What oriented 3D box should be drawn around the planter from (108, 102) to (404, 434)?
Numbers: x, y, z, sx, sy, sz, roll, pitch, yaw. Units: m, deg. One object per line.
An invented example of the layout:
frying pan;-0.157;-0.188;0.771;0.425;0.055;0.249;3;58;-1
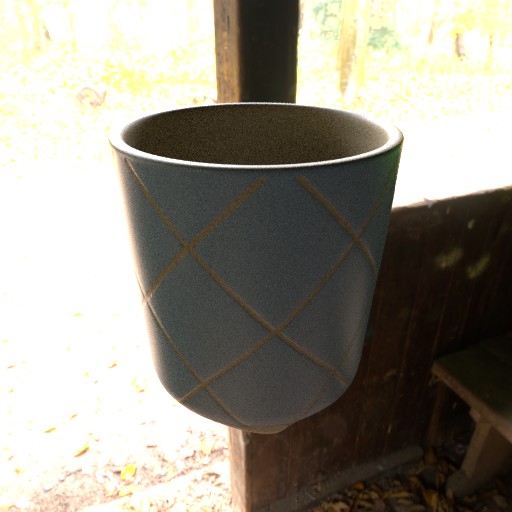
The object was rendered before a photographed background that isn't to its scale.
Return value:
planter;0.000;0.000;0.408;0.227;0.235;0.227;0;28;0
